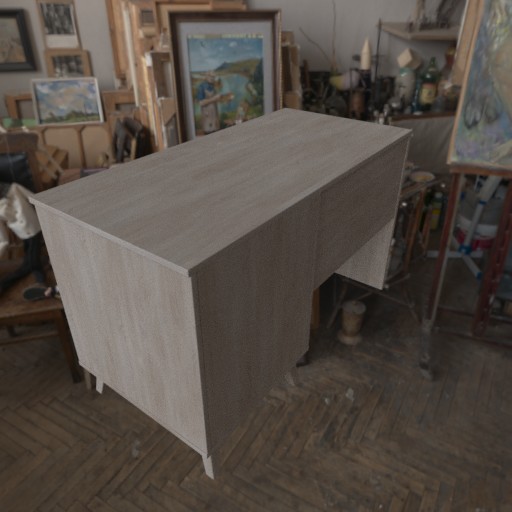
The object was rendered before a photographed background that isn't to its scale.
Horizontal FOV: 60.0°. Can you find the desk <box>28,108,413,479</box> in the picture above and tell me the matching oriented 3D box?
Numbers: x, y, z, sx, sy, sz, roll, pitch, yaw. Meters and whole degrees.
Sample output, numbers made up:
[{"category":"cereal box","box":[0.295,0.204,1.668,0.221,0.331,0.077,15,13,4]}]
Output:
[{"category":"desk","box":[0.000,0.000,1.670,0.600,0.770,1.251,22,38,31]}]
